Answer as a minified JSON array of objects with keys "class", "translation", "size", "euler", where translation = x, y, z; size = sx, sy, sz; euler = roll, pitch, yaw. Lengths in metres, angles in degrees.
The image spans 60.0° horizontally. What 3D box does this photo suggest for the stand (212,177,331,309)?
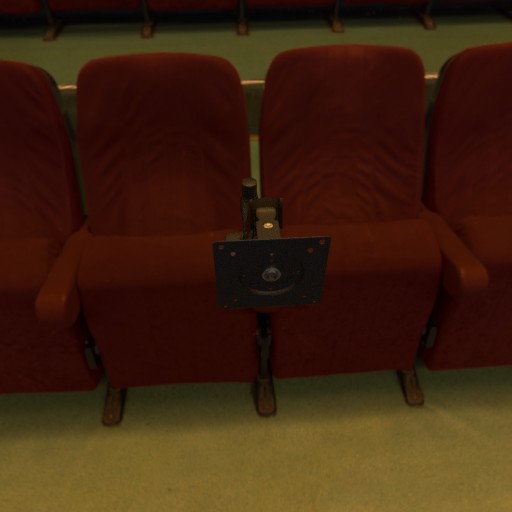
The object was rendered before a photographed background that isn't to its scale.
[{"class":"stand","translation":[0.000,0.000,1.026],"size":[0.152,0.713,0.650],"euler":[-3,45,-3]}]
